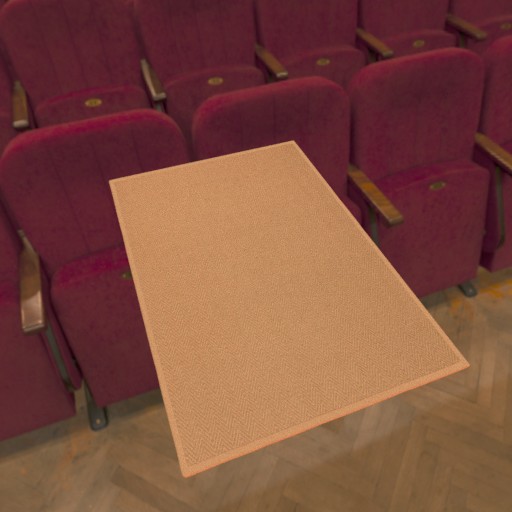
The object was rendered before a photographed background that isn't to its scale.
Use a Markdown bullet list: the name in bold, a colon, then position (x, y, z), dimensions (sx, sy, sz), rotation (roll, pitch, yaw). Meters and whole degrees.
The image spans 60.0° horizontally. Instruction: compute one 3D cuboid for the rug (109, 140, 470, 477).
- **rug**: position (0.000, 0.000, 2.826), dimensions (1.532, 0.017, 2.244), rotation (-16, 49, -14)
